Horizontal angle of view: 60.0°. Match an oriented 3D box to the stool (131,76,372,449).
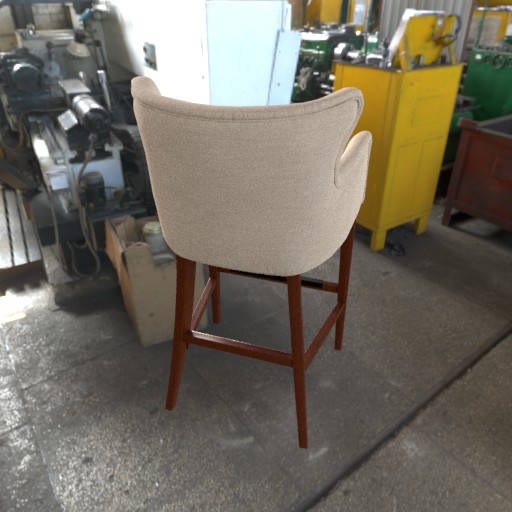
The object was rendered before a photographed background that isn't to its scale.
[{"bbox_3d":[0.000,0.000,1.335,0.556,1.034,0.563,10,32,16],"label":"stool"}]
